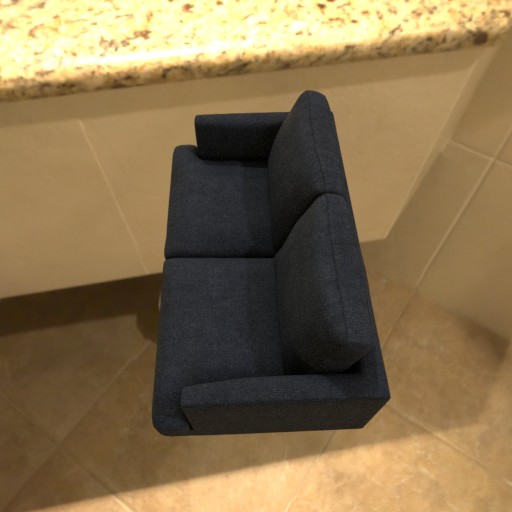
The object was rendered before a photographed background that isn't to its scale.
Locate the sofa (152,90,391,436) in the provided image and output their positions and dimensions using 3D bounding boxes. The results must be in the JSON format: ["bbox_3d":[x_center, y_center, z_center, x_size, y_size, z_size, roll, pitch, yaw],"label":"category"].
[{"bbox_3d":[0.000,0.000,2.160,0.903,0.944,1.582,-2,57,-1],"label":"sofa"}]
